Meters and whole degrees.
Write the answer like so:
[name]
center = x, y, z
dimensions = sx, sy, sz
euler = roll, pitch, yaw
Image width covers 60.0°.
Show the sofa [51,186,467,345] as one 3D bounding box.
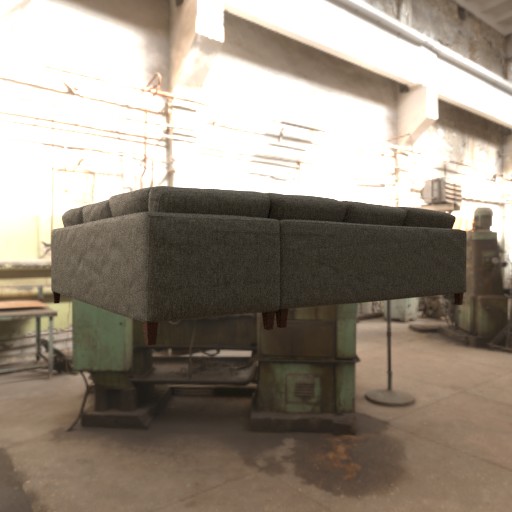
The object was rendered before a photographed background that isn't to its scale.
[sofa]
center = 0.000, 0.000, 4.383
dimensions = 3.302, 0.947, 2.593
euler = 0, 1, -36
